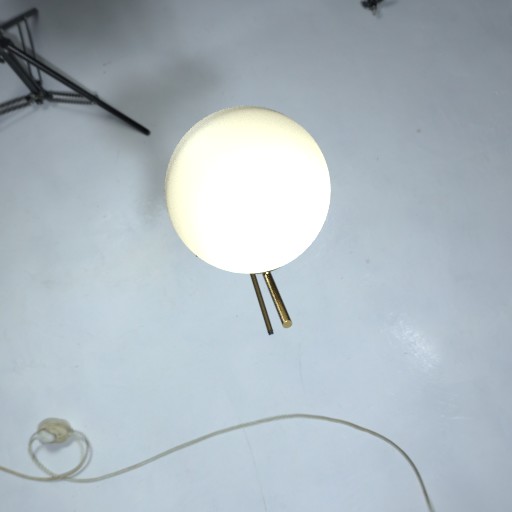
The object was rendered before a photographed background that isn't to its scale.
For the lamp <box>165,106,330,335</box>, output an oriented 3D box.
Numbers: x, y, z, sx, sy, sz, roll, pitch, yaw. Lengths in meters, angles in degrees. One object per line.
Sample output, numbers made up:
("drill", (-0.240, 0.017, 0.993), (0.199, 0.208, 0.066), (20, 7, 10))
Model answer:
("lamp", (0.000, 0.000, 0.677), (0.210, 0.552, 0.251), (-17, 77, -4))
